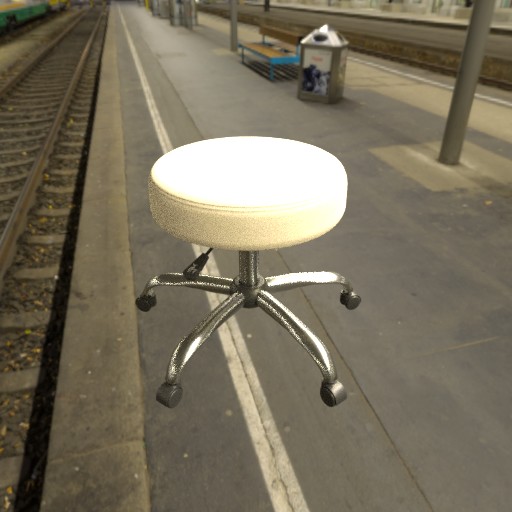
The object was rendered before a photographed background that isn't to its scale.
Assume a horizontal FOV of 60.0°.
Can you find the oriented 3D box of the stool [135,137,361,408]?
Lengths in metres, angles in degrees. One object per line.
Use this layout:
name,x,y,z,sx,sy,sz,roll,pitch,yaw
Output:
stool,0.000,0.000,1.053,0.634,0.482,0.614,-21,37,-31
